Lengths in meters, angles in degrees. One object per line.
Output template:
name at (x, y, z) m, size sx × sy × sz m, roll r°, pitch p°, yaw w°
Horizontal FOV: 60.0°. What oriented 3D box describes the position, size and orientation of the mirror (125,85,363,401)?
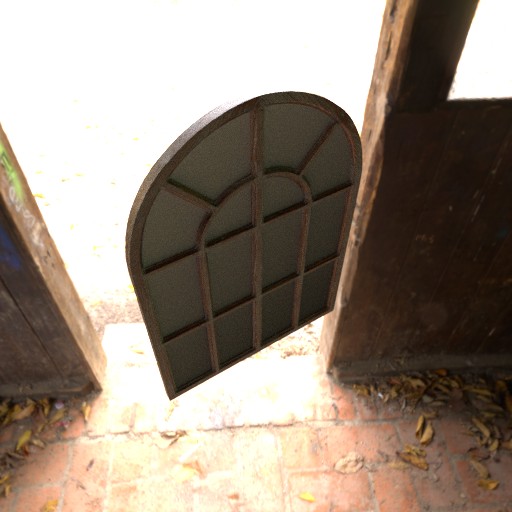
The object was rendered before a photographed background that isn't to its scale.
mirror at (0.000, 0.000, 1.193) m, size 0.660 × 0.920 × 0.032 m, roll -25°, pitch 51°, yaw -22°
